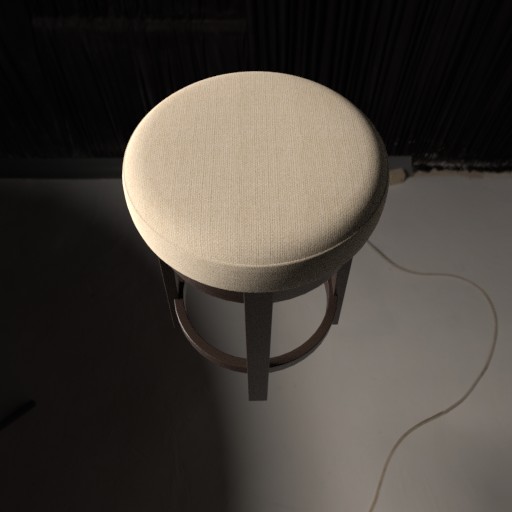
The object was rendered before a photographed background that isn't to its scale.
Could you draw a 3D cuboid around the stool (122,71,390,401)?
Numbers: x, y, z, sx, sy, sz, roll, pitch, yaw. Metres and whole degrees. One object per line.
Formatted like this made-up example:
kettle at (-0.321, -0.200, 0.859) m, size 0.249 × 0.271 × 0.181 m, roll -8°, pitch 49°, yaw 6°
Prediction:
stool at (0.000, 0.000, 0.957) m, size 0.449 × 0.655 × 0.449 m, roll 0°, pitch 57°, yaw 0°
